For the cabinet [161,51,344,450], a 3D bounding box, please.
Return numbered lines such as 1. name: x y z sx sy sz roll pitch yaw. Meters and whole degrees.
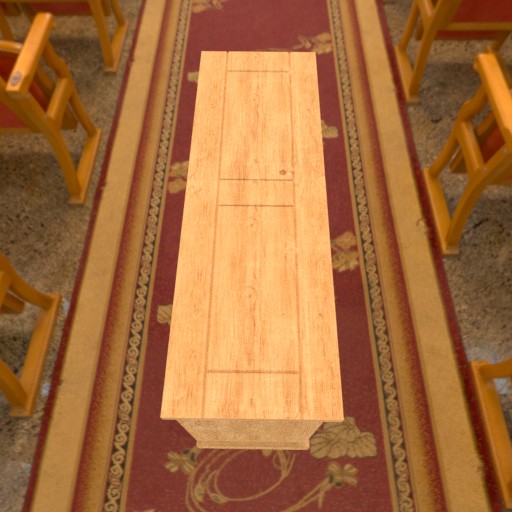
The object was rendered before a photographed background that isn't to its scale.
1. cabinet: 0.000 0.000 1.716 0.432 0.810 1.321 1 61 0
